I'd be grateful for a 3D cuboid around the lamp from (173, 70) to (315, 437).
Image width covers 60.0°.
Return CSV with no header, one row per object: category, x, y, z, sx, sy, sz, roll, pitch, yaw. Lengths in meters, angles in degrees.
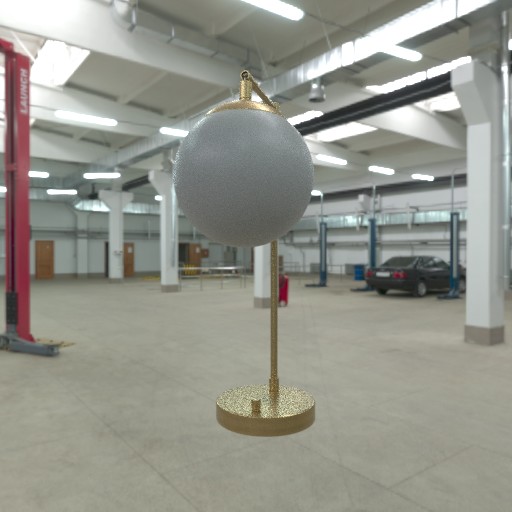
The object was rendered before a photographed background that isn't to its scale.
lamp,0.000,0.000,0.714,0.207,0.559,0.324,0,0,18
